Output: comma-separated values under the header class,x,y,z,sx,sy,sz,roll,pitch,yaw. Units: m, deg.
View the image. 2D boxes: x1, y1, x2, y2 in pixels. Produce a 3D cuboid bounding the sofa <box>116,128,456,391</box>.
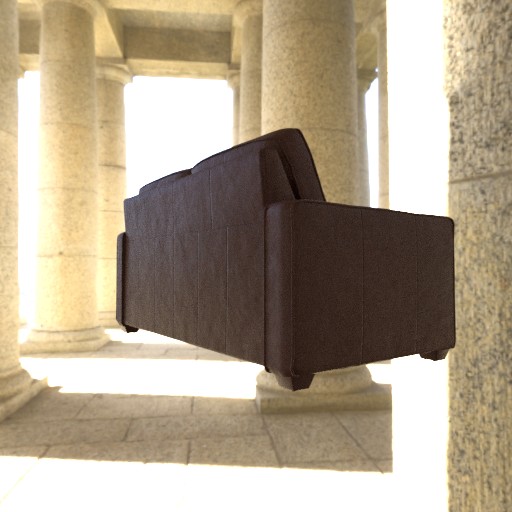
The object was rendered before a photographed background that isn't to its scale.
class,x,y,z,sx,sy,sz,roll,pitch,yaw
sofa,0.000,0.000,2.326,0.947,0.918,1.709,1,-2,-35
